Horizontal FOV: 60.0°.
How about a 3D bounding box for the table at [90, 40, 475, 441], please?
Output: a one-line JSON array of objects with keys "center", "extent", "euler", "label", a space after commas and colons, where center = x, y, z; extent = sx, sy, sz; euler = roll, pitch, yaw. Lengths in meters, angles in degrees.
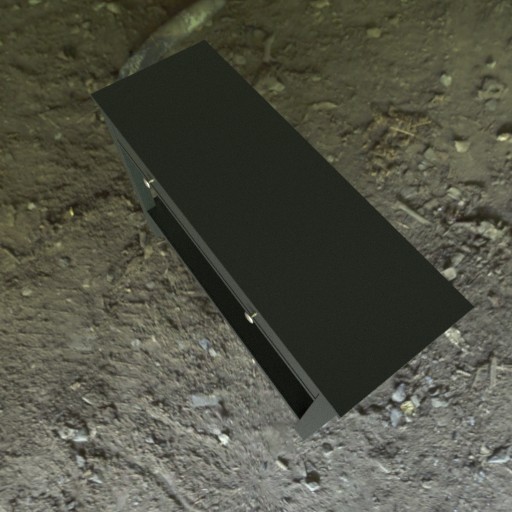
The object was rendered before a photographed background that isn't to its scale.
[{"center": [0.000, 0.000, 1.438], "extent": [0.397, 0.753, 1.068], "euler": [-33, 68, -15], "label": "table"}]
